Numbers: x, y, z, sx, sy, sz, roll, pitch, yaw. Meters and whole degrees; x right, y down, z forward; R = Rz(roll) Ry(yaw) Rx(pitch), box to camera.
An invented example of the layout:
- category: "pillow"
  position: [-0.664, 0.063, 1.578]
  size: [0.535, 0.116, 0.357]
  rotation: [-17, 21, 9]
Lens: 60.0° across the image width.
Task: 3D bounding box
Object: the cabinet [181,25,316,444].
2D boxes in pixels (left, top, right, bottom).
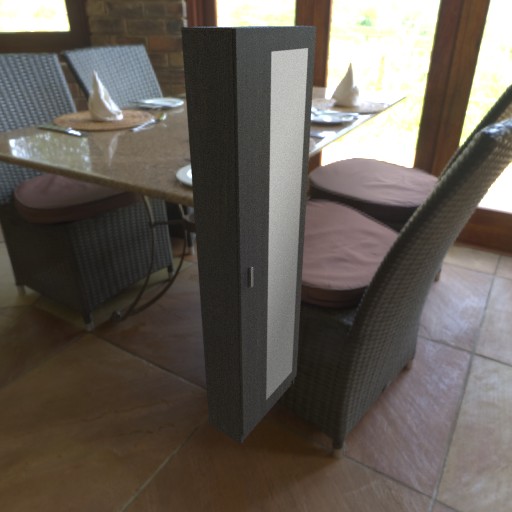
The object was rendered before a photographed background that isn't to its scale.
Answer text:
- category: "cabinet"
  position: [0.000, 0.000, 1.948]
  size: [0.230, 1.790, 0.500]
  rotation: [18, 33, 30]
